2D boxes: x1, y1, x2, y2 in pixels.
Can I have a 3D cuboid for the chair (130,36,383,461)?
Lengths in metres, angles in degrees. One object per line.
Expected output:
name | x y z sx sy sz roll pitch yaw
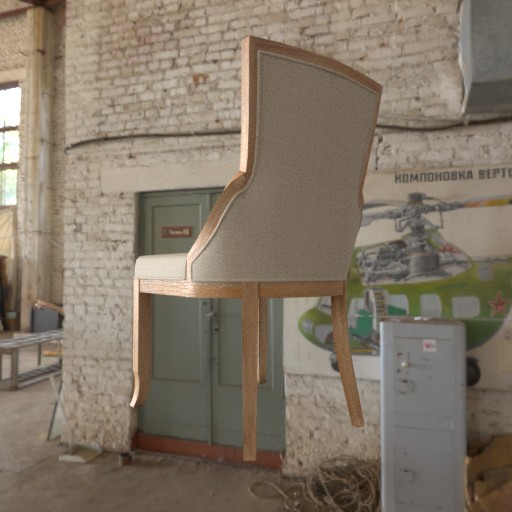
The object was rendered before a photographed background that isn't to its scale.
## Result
chair | 0.000 0.000 1.318 0.524 0.947 0.641 1 -2 -36
